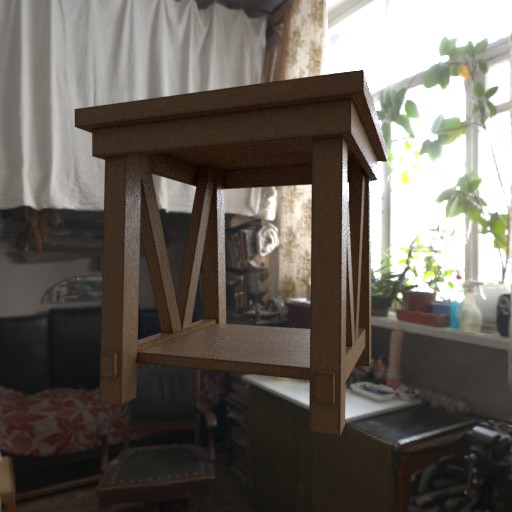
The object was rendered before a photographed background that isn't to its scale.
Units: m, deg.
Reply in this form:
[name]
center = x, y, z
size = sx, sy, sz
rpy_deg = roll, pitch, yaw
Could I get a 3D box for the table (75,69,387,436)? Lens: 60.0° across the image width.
[table]
center = 0.000, 0.000, 1.141
size = 0.610, 0.638, 0.612
rpy_deg = 0, 1, 20
